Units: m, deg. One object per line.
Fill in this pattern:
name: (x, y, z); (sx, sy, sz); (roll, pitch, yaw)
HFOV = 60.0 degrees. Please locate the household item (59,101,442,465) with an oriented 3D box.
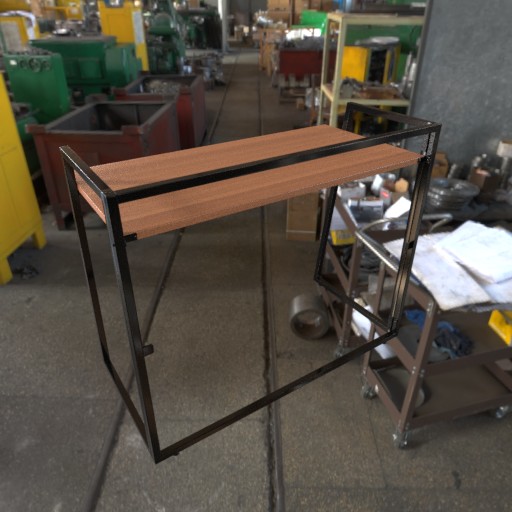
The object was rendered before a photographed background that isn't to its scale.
household item: (0.000, 0.000, 1.524); (1.050, 0.860, 0.510); (-18, 35, -28)
